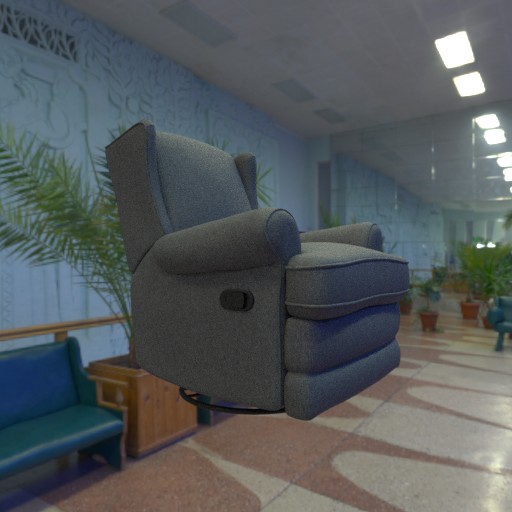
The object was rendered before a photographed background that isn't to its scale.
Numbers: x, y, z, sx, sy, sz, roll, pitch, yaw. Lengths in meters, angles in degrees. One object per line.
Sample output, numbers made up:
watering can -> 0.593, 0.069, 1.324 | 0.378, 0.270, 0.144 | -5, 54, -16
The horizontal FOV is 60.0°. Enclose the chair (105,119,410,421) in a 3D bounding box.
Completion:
chair -> 0.000, 0.000, 1.682 | 0.969, 1.011, 0.847 | 0, 0, 36
